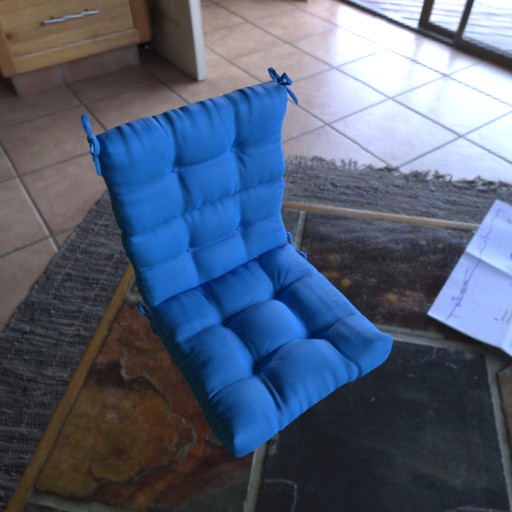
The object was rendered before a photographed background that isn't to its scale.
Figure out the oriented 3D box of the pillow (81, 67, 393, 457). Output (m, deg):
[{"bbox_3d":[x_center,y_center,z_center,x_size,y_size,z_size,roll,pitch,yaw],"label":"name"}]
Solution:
[{"bbox_3d":[0.000,0.000,1.019,0.519,0.605,0.571,-25,51,-22],"label":"pillow"}]
